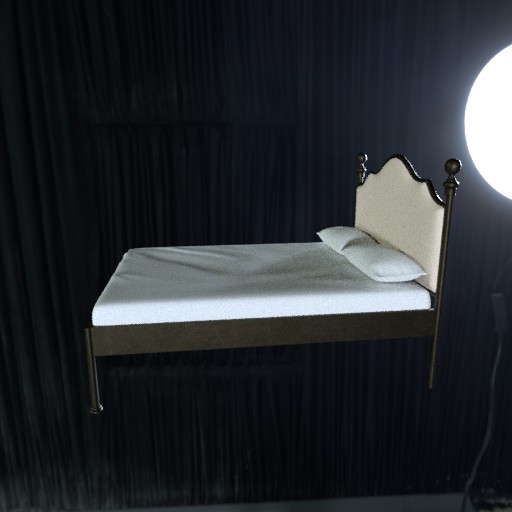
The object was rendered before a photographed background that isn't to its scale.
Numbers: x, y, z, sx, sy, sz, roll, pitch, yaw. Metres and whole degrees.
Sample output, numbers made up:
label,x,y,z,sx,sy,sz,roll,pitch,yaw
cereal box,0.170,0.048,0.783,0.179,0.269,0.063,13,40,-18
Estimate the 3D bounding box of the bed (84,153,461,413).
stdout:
label,x,y,z,sx,sy,sz,roll,pitch,yaw
bed,0.000,0.000,3.268,2.170,1.462,1.533,-2,14,-7
